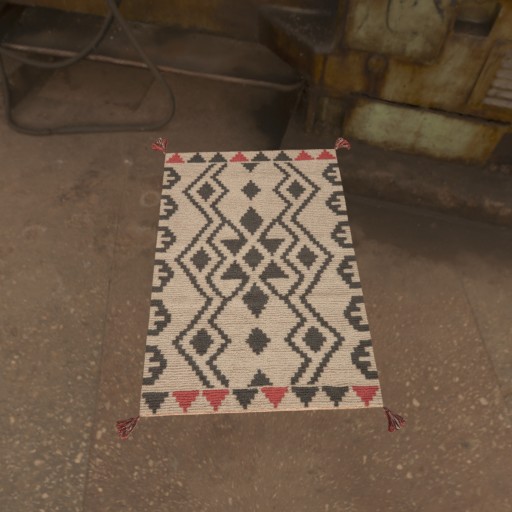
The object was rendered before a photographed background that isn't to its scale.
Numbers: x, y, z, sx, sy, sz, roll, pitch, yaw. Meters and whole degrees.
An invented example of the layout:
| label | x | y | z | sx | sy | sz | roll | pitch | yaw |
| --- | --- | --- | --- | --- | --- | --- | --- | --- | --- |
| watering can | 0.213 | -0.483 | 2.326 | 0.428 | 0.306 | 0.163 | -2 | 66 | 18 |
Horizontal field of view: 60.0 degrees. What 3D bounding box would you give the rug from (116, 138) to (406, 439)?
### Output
| label | x | y | z | sx | sy | sz | roll | pitch | yaw |
| --- | --- | --- | --- | --- | --- | --- | --- | --- | --- |
| rug | 0.000 | 0.000 | 2.686 | 1.444 | 0.067 | 2.069 | -2 | 57 | -1 |
